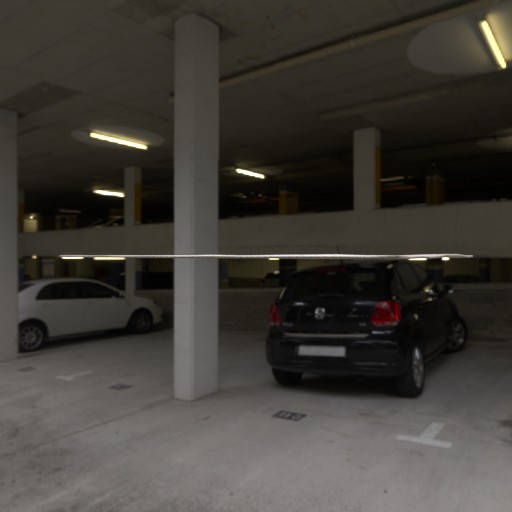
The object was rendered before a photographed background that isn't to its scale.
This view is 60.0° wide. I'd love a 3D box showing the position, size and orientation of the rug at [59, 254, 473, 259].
[{"bbox_3d":[0.000,0.000,1.066,0.869,0.008,0.511,0,0,37],"label":"rug"}]
